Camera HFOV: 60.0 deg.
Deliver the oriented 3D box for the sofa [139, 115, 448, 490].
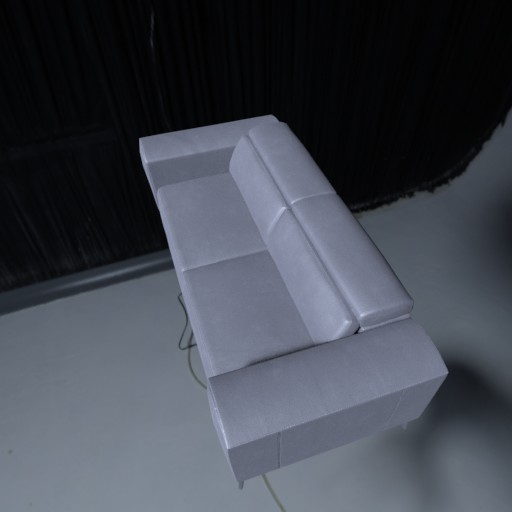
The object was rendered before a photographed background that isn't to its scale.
[{"bbox_3d":[0.000,0.000,2.753,1.048,0.814,2.330,-14,49,-12],"label":"sofa"}]
